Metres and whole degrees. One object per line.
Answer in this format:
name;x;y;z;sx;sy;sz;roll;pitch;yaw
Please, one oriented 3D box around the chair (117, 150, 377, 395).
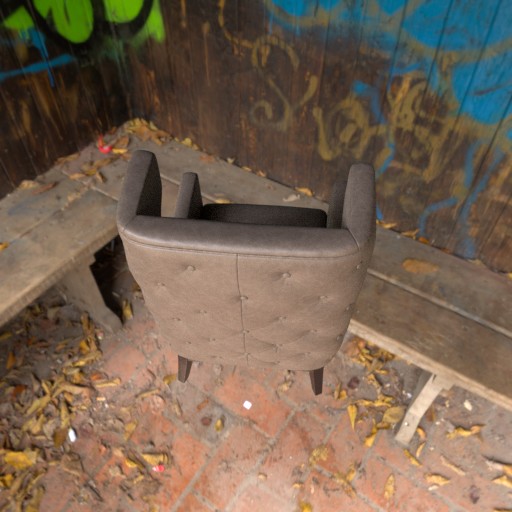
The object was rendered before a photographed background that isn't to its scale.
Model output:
chair;0.000;0.000;1.714;0.769;1.079;0.899;4;47;4
